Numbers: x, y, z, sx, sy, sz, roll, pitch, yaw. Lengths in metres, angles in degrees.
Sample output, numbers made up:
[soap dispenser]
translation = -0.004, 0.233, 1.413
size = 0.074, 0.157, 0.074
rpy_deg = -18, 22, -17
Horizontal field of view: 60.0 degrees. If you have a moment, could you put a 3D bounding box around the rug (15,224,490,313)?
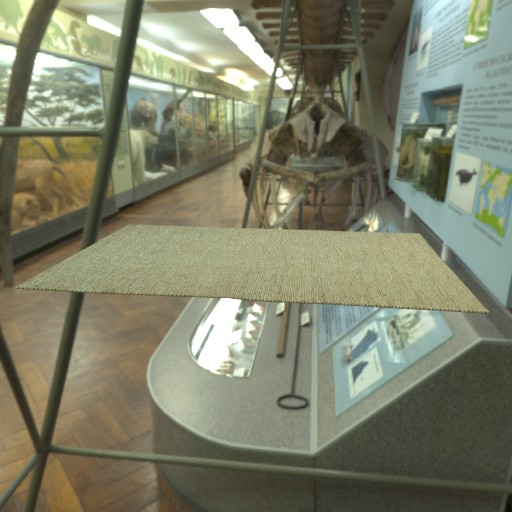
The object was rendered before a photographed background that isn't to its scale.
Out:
[rug]
translation = 0.000, 0.000, 2.970
size = 2.439, 0.011, 1.533
rpy_deg = 2, 17, 7
